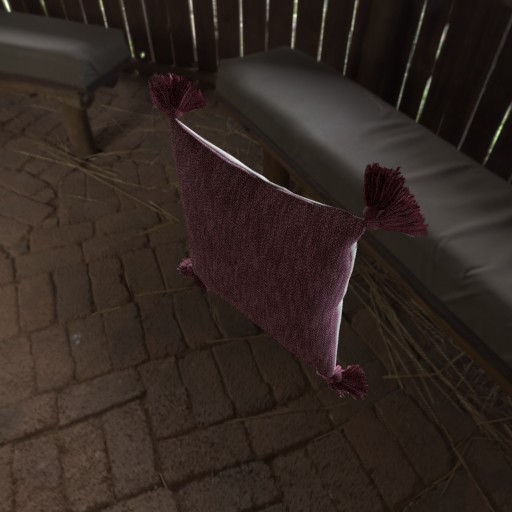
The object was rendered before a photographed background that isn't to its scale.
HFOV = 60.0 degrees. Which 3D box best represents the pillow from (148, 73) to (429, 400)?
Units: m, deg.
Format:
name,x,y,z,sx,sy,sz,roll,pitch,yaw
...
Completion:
name,x,y,z,sx,sy,sz,roll,pitch,yaw
pillow,0.000,0.000,0.965,0.641,0.659,0.138,34,55,28
